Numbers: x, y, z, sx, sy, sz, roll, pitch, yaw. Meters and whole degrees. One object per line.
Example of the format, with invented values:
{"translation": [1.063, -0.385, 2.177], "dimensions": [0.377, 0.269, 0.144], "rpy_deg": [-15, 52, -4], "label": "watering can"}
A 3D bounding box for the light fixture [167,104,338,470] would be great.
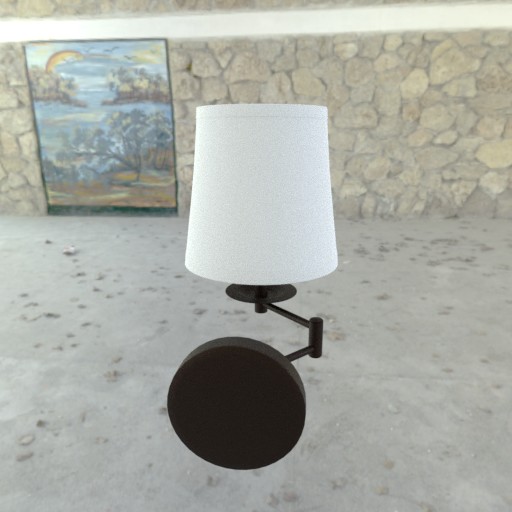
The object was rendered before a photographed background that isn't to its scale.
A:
{"translation": [0.000, 0.000, 0.266], "dimensions": [0.100, 0.172, 0.157], "rpy_deg": [2, 15, 7], "label": "light fixture"}
